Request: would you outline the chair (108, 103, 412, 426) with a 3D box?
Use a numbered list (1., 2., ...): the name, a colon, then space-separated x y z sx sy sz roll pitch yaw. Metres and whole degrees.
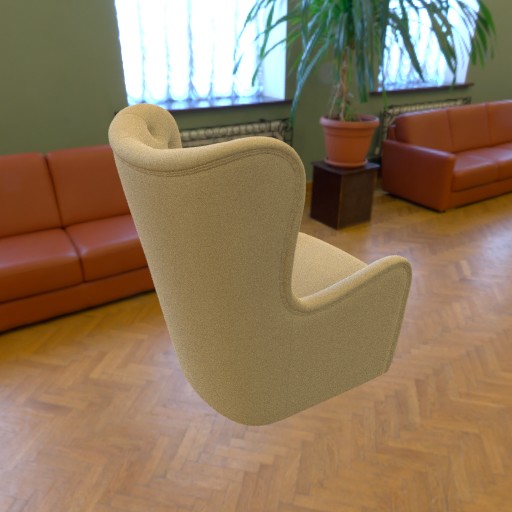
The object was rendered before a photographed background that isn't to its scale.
1. chair: 0.000 0.000 1.711 0.929 1.079 0.831 -16 31 -30
